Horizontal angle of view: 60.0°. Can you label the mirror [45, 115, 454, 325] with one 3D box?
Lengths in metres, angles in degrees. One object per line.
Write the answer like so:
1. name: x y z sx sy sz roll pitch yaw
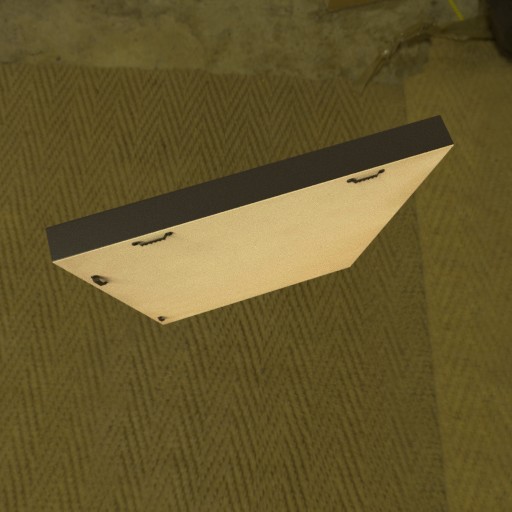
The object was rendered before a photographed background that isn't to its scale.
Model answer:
1. mirror: 0.000 0.000 0.675 0.406 0.509 0.041 -17 75 -5
